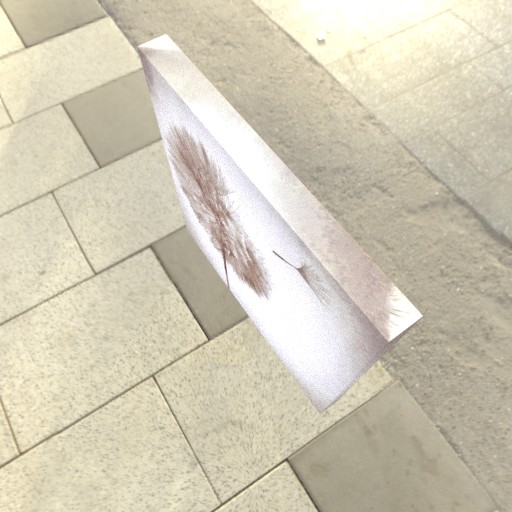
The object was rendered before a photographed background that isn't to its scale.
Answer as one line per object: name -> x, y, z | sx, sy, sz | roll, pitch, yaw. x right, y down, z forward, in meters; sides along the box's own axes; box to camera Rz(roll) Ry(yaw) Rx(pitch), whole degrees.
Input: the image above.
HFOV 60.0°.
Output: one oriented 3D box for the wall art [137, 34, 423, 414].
wall art -> 0.000, 0.000, 0.447 | 0.028, 0.303, 0.303 | -32, 67, -15
